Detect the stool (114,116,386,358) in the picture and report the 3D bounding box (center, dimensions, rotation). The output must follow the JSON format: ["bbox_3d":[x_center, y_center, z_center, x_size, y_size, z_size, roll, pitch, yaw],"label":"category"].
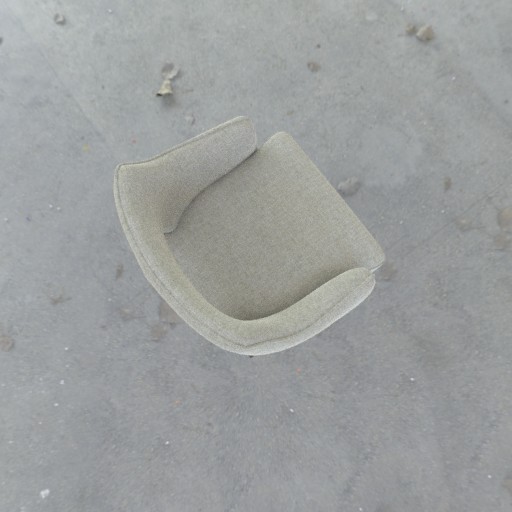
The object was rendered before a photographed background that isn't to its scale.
[{"bbox_3d":[0.000,0.000,1.367,0.558,0.944,0.599,-34,78,-9],"label":"stool"}]
